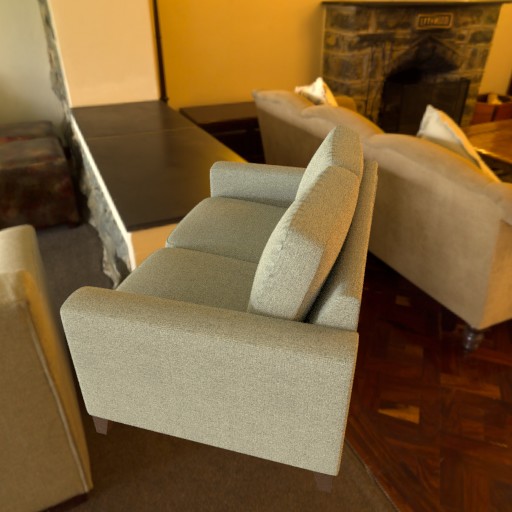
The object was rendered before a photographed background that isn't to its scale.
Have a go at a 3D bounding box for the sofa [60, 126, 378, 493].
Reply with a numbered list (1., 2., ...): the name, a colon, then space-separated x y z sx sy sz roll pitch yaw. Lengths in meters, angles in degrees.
1. sofa: 0.000 0.000 1.892 0.917 0.873 1.420 8 32 13
